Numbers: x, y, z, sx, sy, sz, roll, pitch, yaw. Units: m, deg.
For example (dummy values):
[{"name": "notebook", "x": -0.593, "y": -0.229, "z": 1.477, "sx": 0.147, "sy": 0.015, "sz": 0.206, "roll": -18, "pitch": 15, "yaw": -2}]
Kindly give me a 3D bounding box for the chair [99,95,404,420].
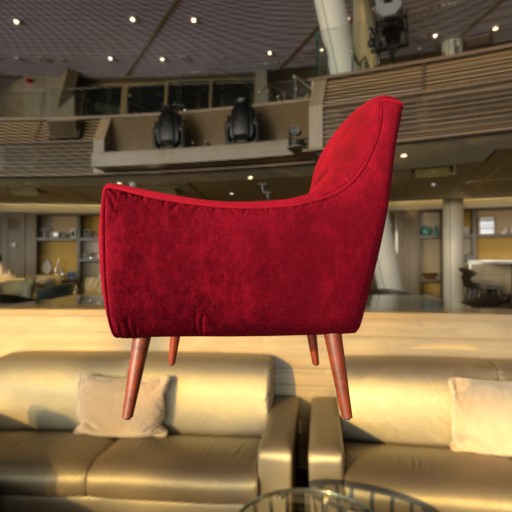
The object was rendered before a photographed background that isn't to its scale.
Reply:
[{"name": "chair", "x": 0.000, "y": 0.000, "z": 1.426, "sx": 0.787, "sy": 0.838, "sz": 0.762, "roll": 0, "pitch": -1, "yaw": 0}]
